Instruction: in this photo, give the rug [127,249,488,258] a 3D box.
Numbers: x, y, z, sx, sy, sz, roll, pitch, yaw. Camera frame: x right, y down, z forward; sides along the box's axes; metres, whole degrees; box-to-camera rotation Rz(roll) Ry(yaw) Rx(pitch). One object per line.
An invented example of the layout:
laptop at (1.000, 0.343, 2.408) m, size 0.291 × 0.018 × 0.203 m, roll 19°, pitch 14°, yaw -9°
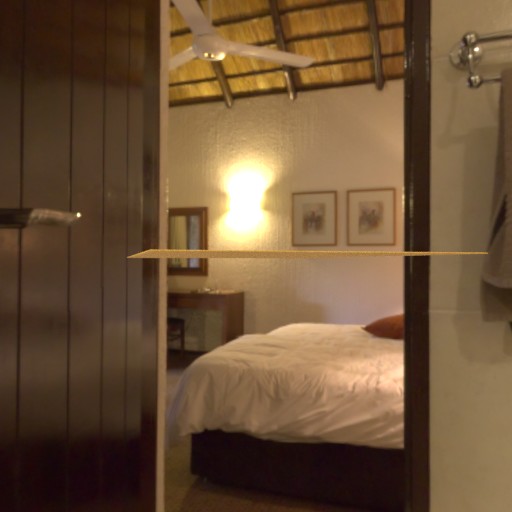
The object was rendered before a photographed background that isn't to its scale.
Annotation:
rug at (0.000, 0.000, 3.727) m, size 1.981 × 0.006 × 2.895 m, roll 0°, pitch -1°, yaw -18°
